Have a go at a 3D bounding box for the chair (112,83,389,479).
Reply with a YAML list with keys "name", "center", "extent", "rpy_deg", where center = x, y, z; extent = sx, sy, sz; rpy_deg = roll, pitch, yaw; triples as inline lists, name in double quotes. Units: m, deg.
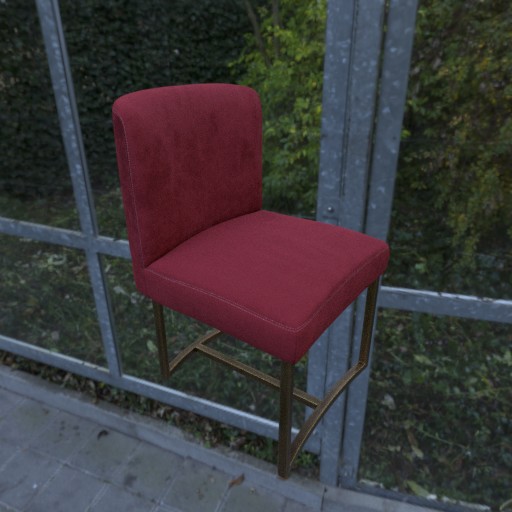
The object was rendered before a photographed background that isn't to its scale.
- name: "chair"
  center: [0.000, 0.000, 1.176]
  extent: [0.560, 0.824, 0.530]
  rpy_deg: [17, 30, 31]
